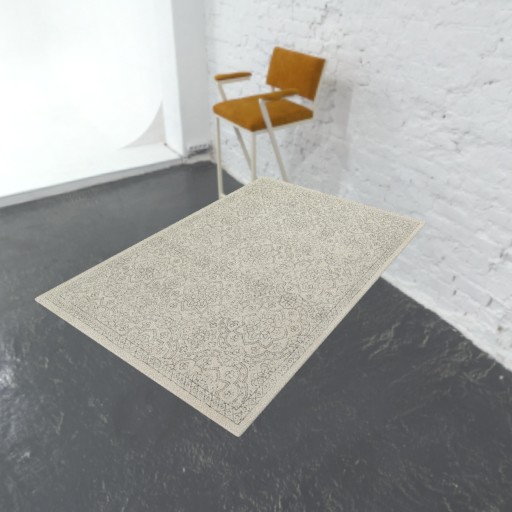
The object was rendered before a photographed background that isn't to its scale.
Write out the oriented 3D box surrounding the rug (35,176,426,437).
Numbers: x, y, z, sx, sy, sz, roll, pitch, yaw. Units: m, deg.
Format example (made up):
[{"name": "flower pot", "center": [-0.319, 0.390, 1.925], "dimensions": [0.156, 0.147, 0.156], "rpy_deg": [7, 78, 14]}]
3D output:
[{"name": "rug", "center": [0.000, 0.000, 2.969], "dimensions": [1.524, 0.011, 2.286], "rpy_deg": [22, 39, 30]}]
